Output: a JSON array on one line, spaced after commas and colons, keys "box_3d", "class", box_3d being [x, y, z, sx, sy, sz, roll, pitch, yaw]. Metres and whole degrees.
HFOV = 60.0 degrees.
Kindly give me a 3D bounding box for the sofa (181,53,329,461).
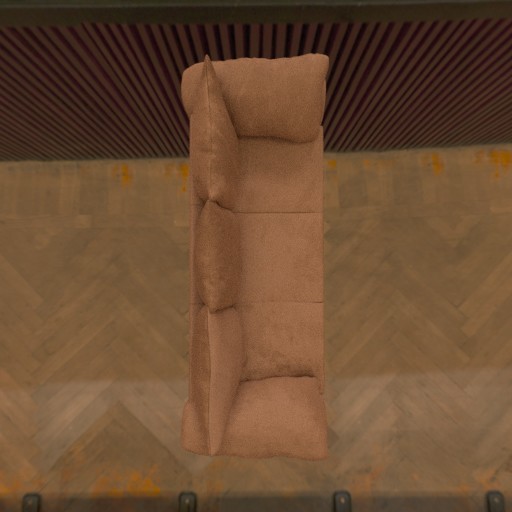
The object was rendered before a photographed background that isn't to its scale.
[{"box_3d": [0.000, 0.000, 2.852, 0.893, 0.981, 2.377, 0, 88, 0], "class": "sofa"}]
